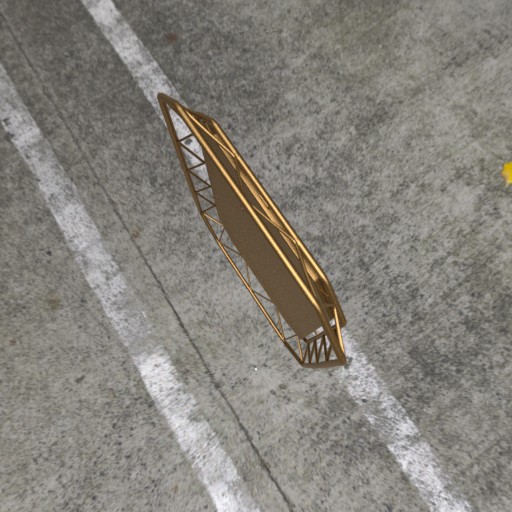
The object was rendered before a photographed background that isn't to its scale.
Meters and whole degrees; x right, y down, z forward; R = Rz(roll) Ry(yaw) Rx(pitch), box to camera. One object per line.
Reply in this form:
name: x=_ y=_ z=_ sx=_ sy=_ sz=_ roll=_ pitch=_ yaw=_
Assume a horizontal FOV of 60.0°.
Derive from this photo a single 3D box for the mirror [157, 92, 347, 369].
mirror: x=0.000 y=0.000 z=0.744 sx=0.042 sy=0.566 sz=0.417 roll=-33 pitch=78 yaw=-8
